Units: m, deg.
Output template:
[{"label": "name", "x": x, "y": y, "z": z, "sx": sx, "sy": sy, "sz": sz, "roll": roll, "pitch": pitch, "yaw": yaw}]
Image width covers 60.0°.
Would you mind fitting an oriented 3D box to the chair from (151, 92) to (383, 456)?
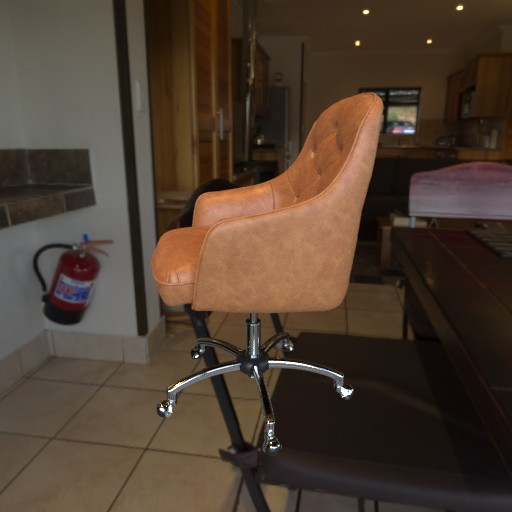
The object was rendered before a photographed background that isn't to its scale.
[{"label": "chair", "x": 0.000, "y": 0.000, "z": 1.312, "sx": 0.615, "sy": 0.909, "sz": 0.628, "roll": -2, "pitch": 15, "yaw": -9}]
